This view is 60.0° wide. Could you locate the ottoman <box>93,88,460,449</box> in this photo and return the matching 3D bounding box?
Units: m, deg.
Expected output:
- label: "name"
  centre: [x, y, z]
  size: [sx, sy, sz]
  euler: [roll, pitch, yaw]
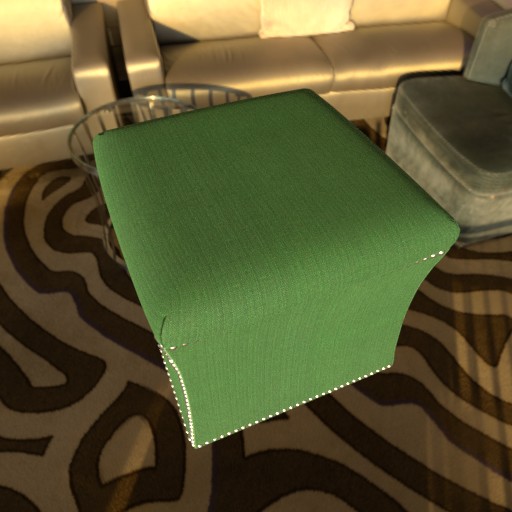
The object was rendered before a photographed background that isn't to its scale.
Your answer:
- label: "ottoman"
  centre: [0.000, 0.000, 0.905]
  size: [0.497, 0.475, 0.507]
  euler: [-17, 50, -15]
